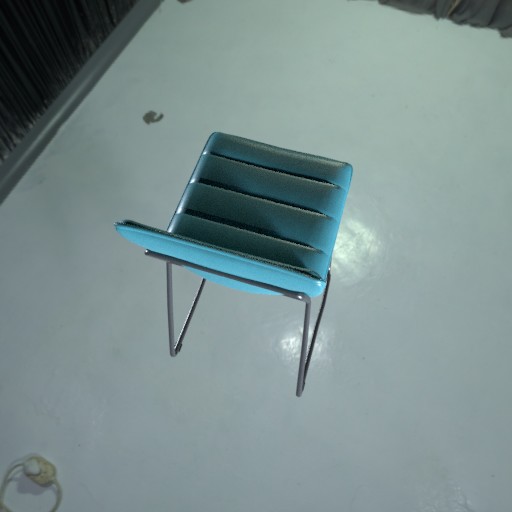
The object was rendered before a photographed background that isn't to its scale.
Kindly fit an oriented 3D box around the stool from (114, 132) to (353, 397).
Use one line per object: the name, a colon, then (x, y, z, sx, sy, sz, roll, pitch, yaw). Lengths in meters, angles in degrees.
stool: (0.000, 0.000, 1.268, 0.489, 0.936, 0.524, 15, 64, 8)
